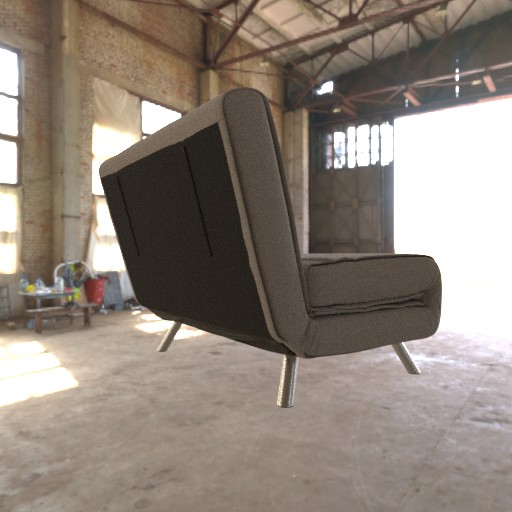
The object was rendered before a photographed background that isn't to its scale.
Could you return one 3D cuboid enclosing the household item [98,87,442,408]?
[{"bbox_3d":[0.000,0.000,1.637,0.874,0.800,1.000,0,0,-35],"label":"household item"}]
